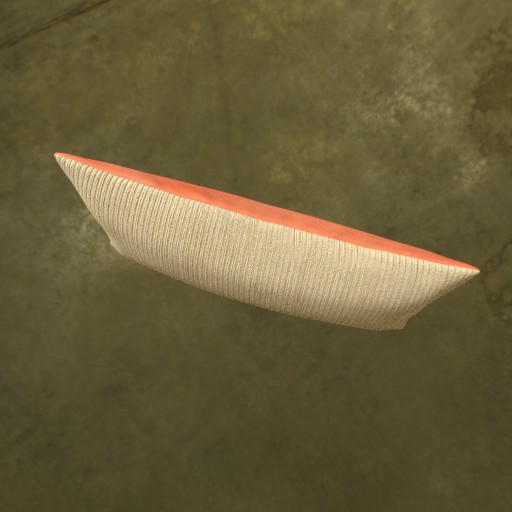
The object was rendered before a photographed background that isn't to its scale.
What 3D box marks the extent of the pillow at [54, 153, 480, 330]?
[{"bbox_3d":[0.000,0.000,0.745,0.608,0.307,0.155,16,76,4],"label":"pillow"}]
